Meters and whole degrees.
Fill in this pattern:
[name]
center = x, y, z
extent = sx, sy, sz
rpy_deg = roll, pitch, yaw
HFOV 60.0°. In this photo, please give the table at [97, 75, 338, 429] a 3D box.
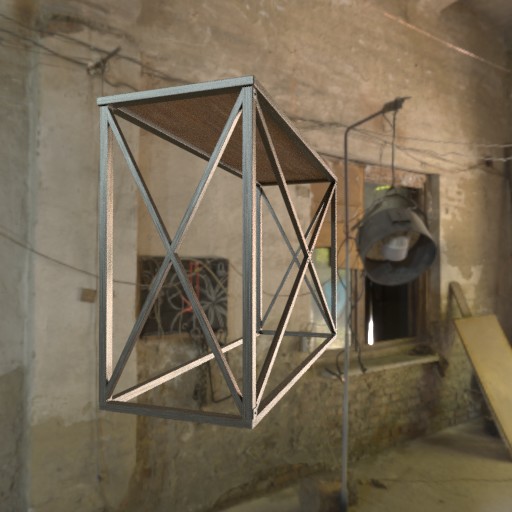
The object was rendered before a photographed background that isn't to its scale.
[table]
center = 0.000, 0.000, 1.577
extent = 0.402, 0.753, 1.216
rpy_deg = 0, -1, 19
